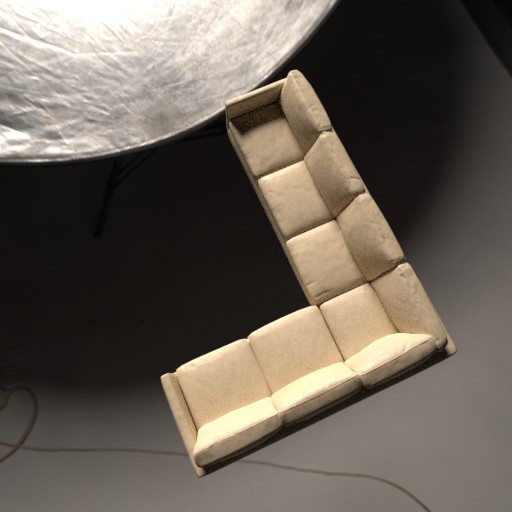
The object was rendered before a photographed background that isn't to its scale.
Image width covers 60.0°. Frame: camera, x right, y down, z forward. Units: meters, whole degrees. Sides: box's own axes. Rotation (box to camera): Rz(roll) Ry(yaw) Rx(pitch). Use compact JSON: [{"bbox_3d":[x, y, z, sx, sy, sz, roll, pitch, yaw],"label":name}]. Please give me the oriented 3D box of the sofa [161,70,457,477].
[{"bbox_3d":[0.000,0.000,4.490,2.593,0.947,3.302,-23,76,-6],"label":"sofa"}]
